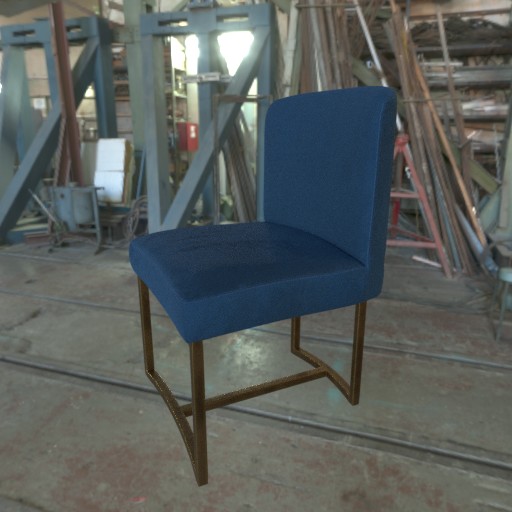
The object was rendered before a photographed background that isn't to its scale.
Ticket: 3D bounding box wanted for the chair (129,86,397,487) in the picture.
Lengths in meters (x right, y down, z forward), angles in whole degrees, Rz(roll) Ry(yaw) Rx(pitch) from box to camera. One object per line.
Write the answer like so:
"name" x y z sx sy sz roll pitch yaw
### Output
"chair" 0.000 0.000 1.145 0.560 0.824 0.530 -8 18 -25
